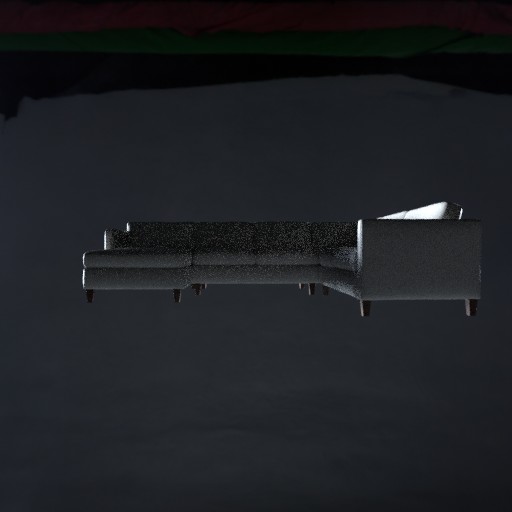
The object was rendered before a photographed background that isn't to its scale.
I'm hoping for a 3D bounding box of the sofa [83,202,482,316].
[{"bbox_3d":[0.000,0.000,4.400,3.238,0.853,2.551,0,1,-2],"label":"sofa"}]
